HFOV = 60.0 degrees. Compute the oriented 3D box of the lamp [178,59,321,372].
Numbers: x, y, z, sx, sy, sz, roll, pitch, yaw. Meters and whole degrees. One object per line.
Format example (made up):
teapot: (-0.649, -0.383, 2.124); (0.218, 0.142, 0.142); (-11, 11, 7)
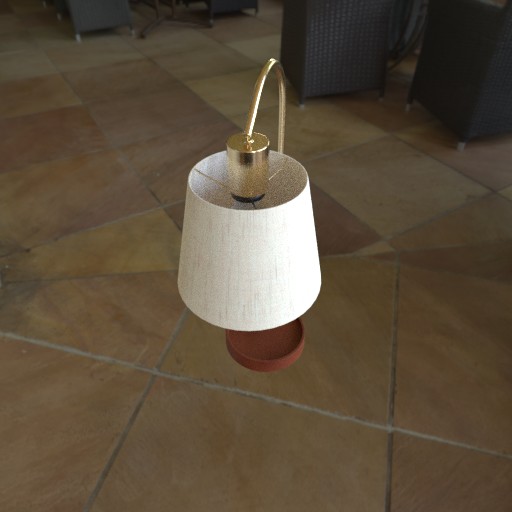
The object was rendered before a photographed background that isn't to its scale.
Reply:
lamp: (0.000, 0.000, 0.671); (0.211, 0.536, 0.273); (12, 42, 14)
